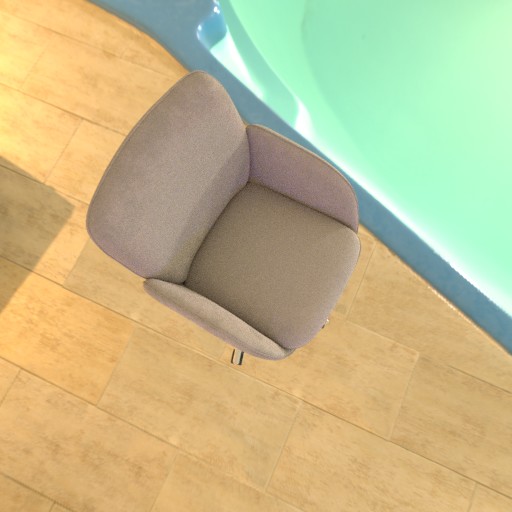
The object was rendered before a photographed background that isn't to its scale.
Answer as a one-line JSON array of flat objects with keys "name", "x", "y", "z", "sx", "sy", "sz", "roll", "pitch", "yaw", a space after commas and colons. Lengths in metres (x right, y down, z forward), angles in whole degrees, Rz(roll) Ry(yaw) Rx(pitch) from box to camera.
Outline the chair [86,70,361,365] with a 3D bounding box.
[{"name": "chair", "x": 0.000, "y": 0.000, "z": 1.399, "sx": 0.654, "sy": 0.959, "sz": 0.648, "roll": 29, "pitch": 77, "yaw": 8}]
